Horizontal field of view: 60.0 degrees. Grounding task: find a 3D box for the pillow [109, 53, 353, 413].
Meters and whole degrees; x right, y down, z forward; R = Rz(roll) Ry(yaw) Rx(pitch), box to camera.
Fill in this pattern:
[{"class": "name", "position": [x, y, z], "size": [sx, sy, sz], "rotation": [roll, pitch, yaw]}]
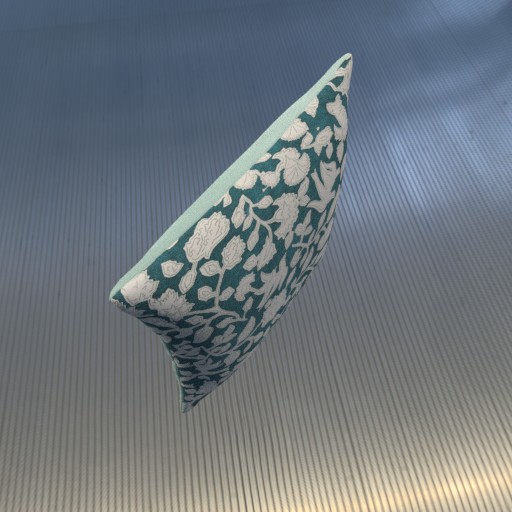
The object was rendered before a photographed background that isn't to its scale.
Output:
[{"class": "pillow", "position": [0.000, 0.000, 0.794], "size": [0.166, 0.508, 0.525], "rotation": [31, 63, 18]}]
